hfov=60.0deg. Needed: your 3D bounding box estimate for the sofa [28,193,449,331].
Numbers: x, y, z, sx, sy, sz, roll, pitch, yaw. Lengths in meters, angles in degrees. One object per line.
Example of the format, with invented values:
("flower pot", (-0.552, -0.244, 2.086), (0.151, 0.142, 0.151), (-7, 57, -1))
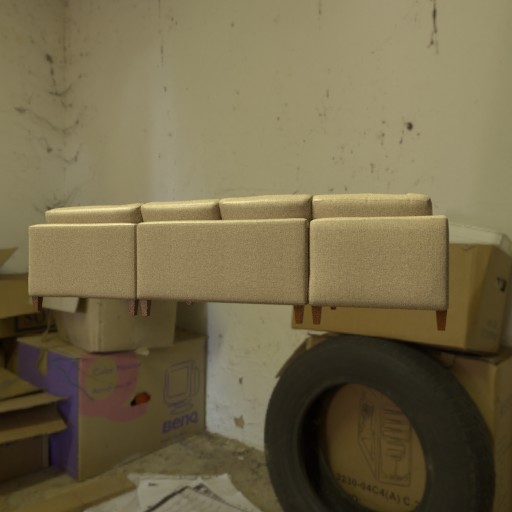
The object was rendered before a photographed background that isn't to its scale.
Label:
("sofa", (0.000, 0.000, 4.592), (3.460, 0.961, 2.594), (0, 0, 18))
